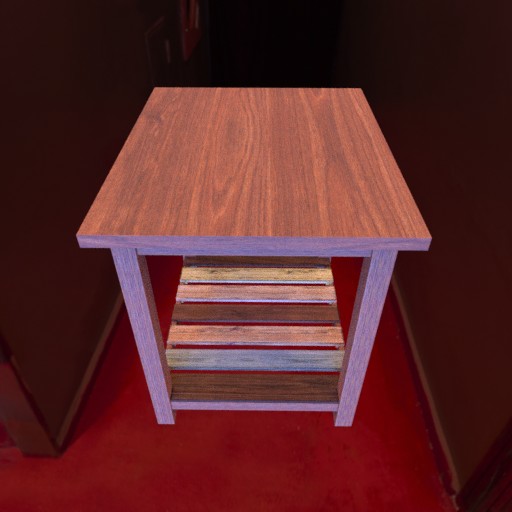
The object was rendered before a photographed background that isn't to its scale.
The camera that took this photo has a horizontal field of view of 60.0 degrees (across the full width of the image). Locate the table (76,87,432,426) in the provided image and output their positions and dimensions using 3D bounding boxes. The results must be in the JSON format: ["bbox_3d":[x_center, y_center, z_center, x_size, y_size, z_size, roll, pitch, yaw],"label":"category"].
[{"bbox_3d":[0.000,0.000,1.153,0.559,0.635,0.660,0,40,1],"label":"table"}]
